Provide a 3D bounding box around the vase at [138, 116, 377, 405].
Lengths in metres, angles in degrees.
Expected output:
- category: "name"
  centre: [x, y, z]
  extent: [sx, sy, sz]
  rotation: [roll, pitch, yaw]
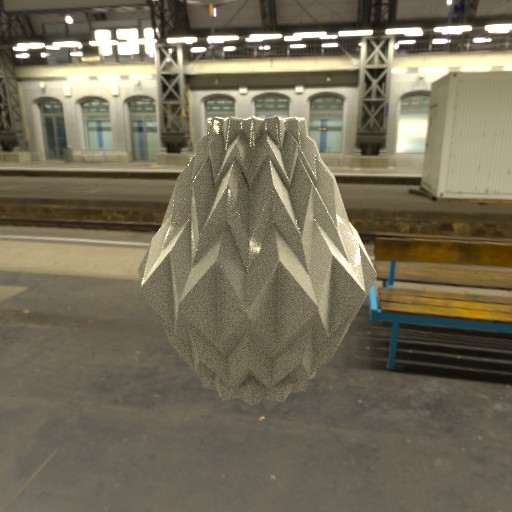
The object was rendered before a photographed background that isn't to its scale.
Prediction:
- category: "vase"
  centre: [0.000, 0.000, 0.311]
  extent: [0.164, 0.185, 0.164]
  rotation: [0, 16, 0]
